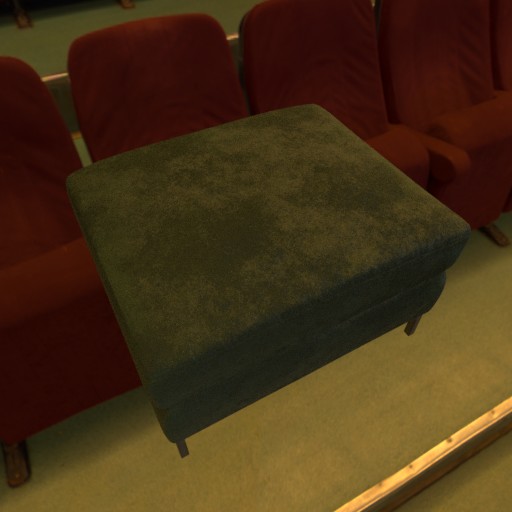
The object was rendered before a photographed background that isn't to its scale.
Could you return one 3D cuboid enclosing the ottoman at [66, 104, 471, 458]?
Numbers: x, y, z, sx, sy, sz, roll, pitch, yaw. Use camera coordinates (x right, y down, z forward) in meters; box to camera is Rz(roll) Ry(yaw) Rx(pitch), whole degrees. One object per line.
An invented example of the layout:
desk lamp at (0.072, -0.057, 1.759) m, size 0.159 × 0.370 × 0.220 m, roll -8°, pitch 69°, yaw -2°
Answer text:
ottoman at (0.000, 0.000, 1.289) m, size 0.839 × 0.538 × 0.701 m, roll -22°, pitch 52°, yaw -19°
